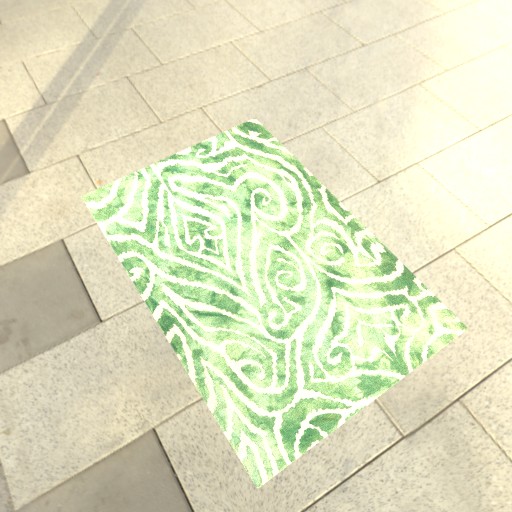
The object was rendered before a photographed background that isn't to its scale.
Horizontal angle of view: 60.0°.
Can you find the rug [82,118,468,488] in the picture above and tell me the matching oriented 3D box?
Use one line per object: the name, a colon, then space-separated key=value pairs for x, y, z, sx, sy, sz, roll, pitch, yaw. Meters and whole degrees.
rug: x=0.000 y=0.000 z=2.352 sx=1.220 sy=0.006 sz=1.826 roll=-29 pitch=62 yaw=-18
